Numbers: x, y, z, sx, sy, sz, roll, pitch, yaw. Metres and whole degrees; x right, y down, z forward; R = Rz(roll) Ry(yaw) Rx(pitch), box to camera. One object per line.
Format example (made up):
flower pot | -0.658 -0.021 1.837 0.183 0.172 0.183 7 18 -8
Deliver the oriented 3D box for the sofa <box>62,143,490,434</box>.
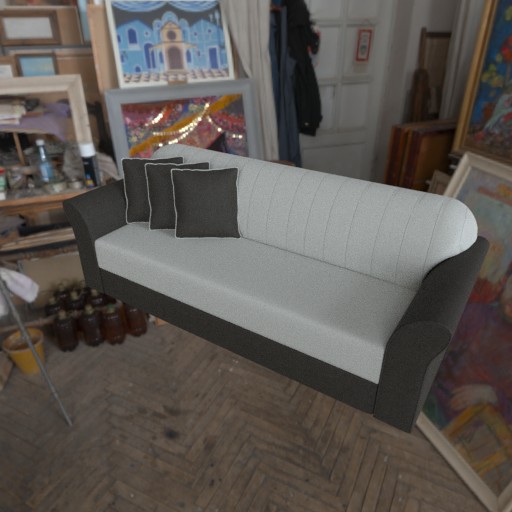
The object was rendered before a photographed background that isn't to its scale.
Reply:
sofa | 0.000 0.000 2.270 2.001 0.787 0.755 18 34 28
